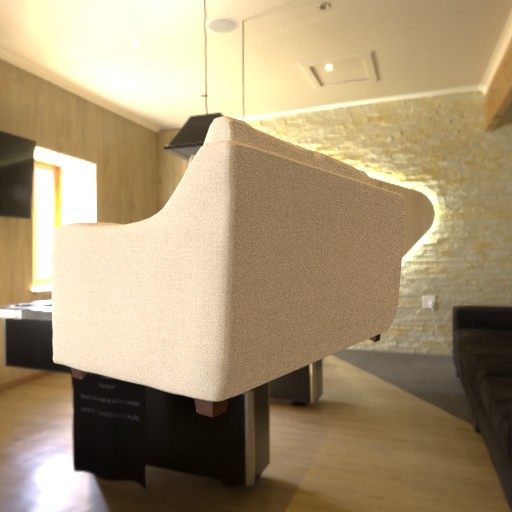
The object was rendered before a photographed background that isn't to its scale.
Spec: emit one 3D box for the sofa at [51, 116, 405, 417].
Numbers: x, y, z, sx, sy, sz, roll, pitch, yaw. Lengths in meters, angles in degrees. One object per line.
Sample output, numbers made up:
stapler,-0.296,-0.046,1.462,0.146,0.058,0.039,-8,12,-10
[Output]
sofa,0.000,0.000,2.305,1.040,1.047,1.744,0,1,36
